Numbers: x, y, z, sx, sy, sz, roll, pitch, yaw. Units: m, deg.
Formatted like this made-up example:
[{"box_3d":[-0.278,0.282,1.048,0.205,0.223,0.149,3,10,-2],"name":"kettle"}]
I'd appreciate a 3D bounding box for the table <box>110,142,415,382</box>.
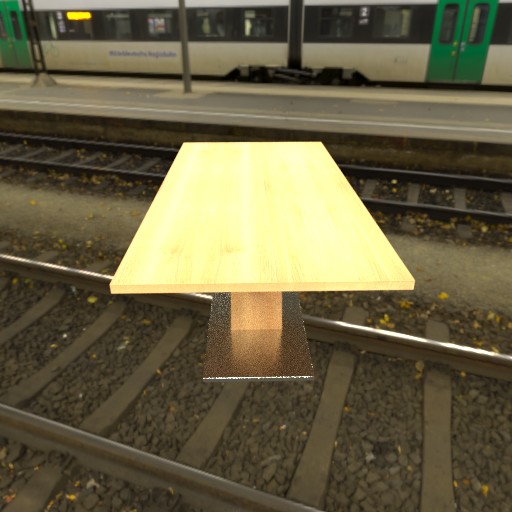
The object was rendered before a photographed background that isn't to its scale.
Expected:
[{"box_3d":[0.000,0.000,2.276,0.900,0.750,1.800,-1,27,-1],"name":"table"}]
